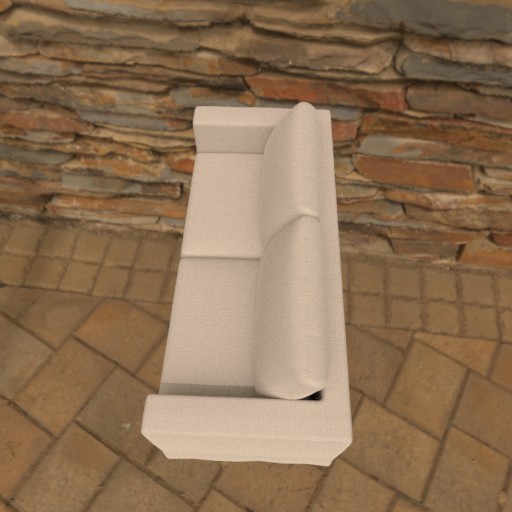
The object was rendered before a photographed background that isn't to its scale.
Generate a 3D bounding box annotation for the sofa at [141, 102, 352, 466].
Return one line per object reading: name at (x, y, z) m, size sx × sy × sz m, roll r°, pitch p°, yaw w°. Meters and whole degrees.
sofa at (0.000, 0.000, 2.664) m, size 0.954 × 0.881 × 2.163 m, roll 2°, pitch 58°, yaw 1°
